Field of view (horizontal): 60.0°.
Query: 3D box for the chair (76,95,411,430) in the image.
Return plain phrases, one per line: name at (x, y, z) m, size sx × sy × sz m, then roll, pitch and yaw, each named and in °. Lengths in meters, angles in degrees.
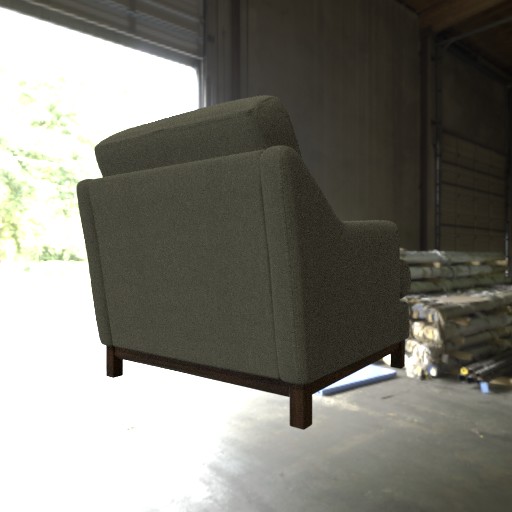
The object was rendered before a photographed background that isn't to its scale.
chair at (0.000, 0.000, 1.546) m, size 0.826 × 0.821 × 0.892 m, roll 0°, pitch 0°, yaw 36°
